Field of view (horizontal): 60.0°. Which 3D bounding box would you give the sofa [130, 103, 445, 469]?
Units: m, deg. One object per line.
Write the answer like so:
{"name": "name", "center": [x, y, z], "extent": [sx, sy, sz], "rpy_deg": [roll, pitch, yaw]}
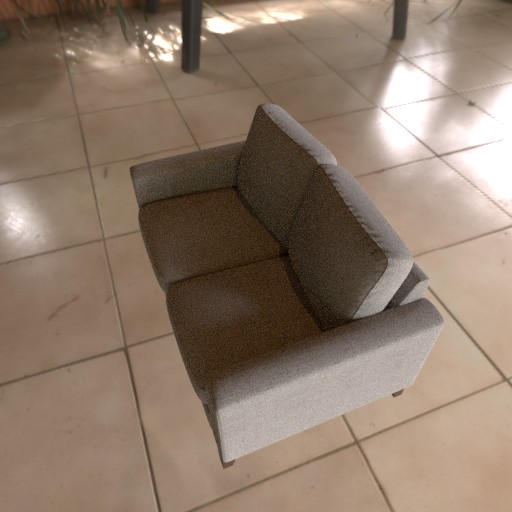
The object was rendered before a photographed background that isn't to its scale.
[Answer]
{"name": "sofa", "center": [0.000, 0.000, 2.050], "extent": [0.917, 0.873, 1.420], "rpy_deg": [-16, 49, -15]}
